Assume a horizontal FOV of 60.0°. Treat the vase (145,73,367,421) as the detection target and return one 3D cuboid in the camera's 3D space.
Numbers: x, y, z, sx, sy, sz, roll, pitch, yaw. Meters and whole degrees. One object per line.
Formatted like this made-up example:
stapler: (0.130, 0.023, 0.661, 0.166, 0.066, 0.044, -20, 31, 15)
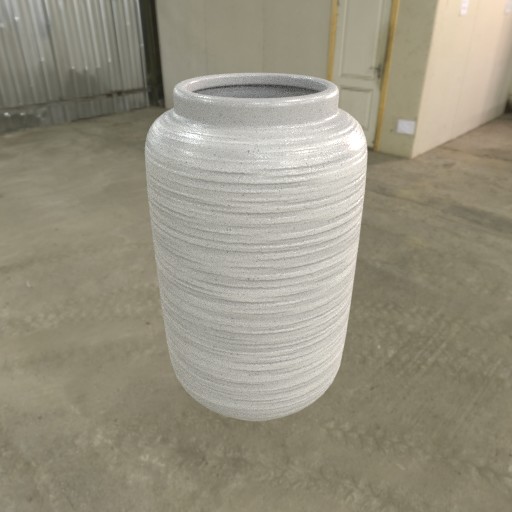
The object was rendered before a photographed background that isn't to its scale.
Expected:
vase: (0.000, 0.000, 0.458, 0.202, 0.335, 0.202, 0, 30, 0)
